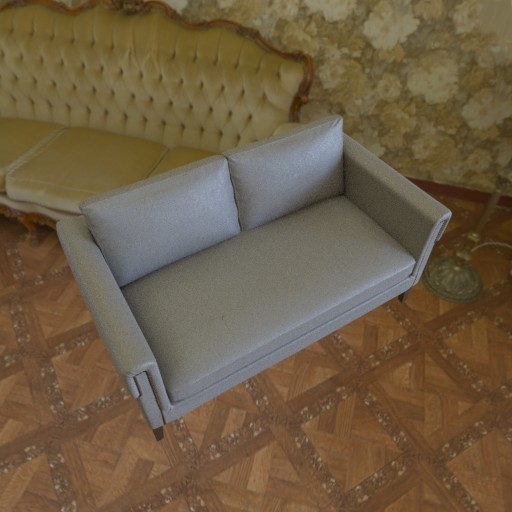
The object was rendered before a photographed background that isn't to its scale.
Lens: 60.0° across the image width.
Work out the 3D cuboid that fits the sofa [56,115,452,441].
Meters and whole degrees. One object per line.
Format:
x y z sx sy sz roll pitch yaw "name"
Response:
0.000 0.000 2.180 1.598 0.873 0.899 -24 52 -21 "sofa"
